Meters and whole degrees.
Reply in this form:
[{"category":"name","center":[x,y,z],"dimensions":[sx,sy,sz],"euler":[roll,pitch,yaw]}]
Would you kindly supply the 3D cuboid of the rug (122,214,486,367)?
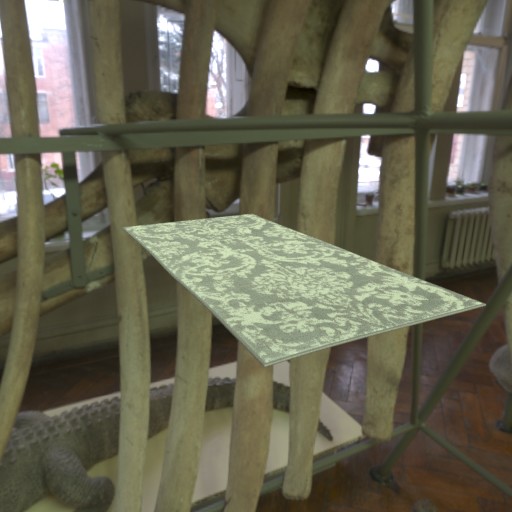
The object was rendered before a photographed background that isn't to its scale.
[{"category":"rug","center":[0.000,0.000,1.440],"dimensions":[0.604,0.007,1.219],"euler":[-9,19,-26]}]
